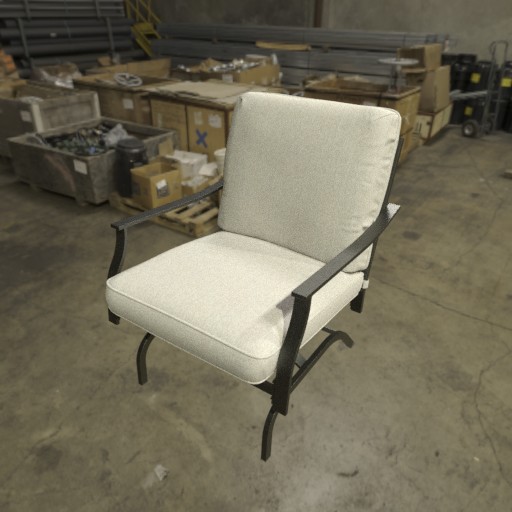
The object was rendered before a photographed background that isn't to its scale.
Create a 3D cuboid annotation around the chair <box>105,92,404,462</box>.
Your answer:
[{"bbox_3d":[0.000,0.000,1.390,0.650,0.860,0.787,19,35,30],"label":"chair"}]
